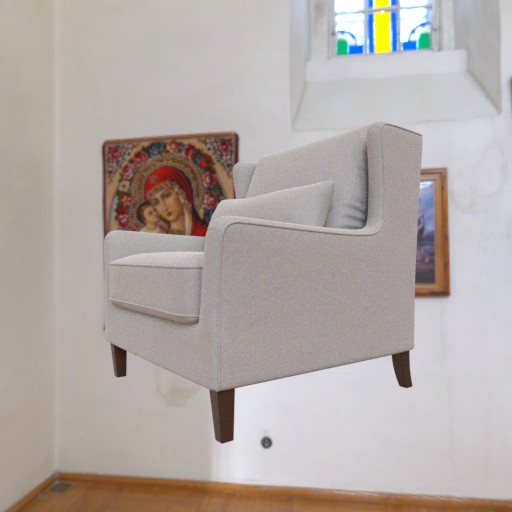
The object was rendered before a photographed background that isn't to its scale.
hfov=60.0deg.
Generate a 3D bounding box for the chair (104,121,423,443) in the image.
[{"bbox_3d":[0.000,0.000,1.864,1.040,1.056,0.982,0,0,-37],"label":"chair"}]
